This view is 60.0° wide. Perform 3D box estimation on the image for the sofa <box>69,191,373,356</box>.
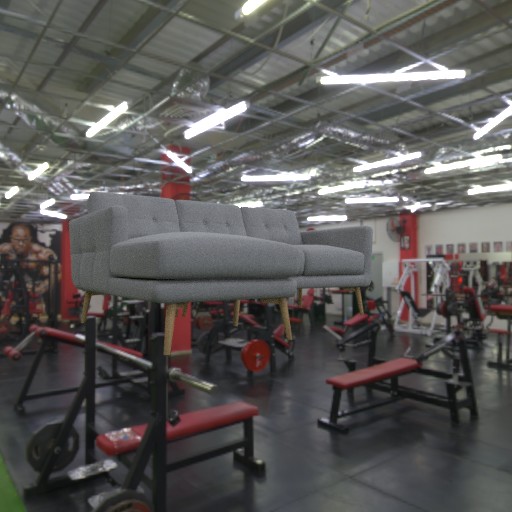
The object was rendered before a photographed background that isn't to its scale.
[{"bbox_3d":[0.000,0.000,2.905,2.040,0.860,1.530,1,-2,-36],"label":"sofa"}]
